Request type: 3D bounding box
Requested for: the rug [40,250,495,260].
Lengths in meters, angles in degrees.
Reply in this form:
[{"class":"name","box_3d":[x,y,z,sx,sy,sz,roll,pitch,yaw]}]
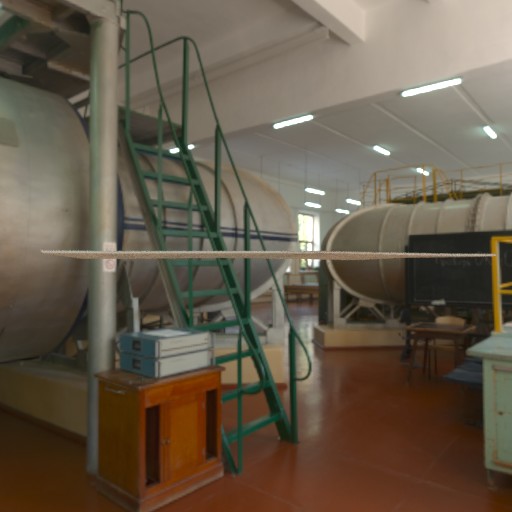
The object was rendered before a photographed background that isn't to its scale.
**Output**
[{"class":"rug","box_3d":[0.000,0.000,2.898,2.305,0.029,1.593,0,-1,-16]}]
